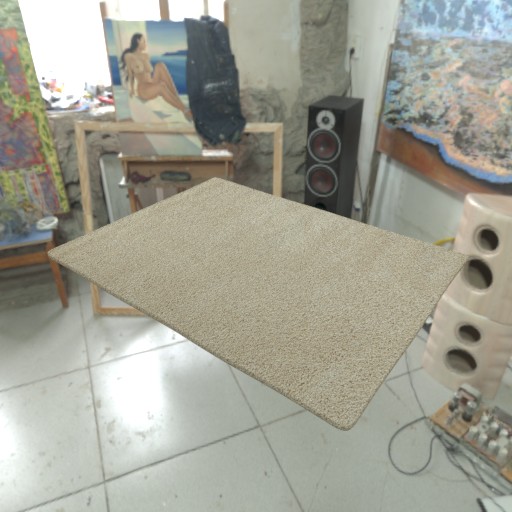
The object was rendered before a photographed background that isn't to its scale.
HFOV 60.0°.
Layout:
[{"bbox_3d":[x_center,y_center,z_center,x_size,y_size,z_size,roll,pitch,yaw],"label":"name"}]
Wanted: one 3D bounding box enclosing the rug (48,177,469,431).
[{"bbox_3d":[0.000,0.000,2.088,1.600,0.025,1.199,22,38,31],"label":"rug"}]
